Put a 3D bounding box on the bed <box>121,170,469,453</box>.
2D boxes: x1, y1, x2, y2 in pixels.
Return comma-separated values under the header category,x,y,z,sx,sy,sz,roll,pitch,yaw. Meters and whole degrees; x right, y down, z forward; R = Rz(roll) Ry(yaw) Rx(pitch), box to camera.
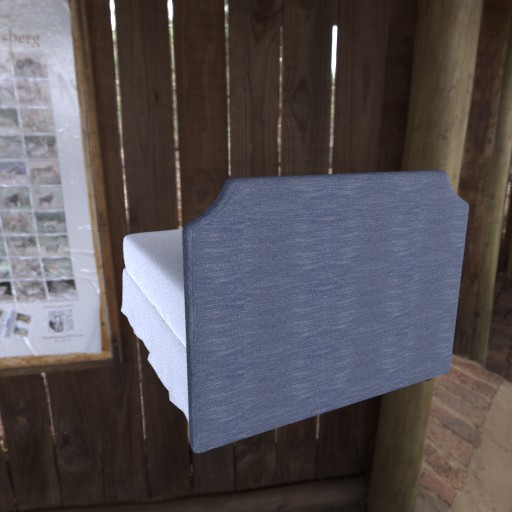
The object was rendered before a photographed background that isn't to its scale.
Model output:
category,x,y,z,sx,sy,sz,roll,pitch,yaw
bed,0.000,0.000,3.172,1.693,1.290,2.116,-7,16,-26
